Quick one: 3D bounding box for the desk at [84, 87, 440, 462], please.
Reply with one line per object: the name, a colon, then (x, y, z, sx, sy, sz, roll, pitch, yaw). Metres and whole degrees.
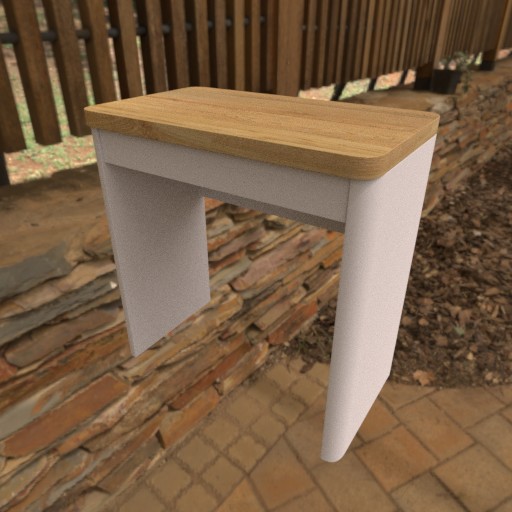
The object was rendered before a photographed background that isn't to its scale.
desk: (0.000, 0.000, 1.247, 0.760, 0.790, 0.440, 18, 34, 29)
